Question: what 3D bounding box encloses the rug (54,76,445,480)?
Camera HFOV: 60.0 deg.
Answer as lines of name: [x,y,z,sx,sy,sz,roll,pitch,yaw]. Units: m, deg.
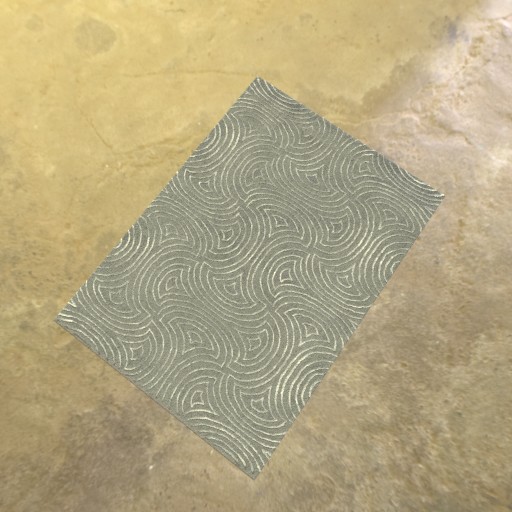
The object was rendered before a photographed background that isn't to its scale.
rug: [0.000,0.000,2.843,1.543,0.015,2.144,35,79,8]
